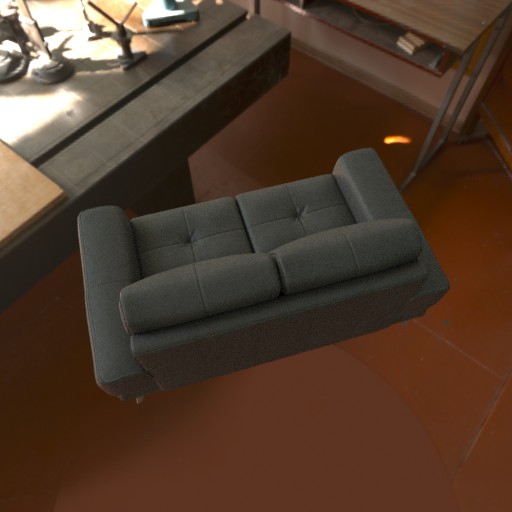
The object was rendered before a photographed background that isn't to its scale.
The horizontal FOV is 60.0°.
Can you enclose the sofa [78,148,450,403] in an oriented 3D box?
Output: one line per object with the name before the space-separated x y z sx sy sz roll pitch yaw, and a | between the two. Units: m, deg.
sofa | 0.000 0.000 2.402 1.806 0.907 1.018 -14 60 -8
